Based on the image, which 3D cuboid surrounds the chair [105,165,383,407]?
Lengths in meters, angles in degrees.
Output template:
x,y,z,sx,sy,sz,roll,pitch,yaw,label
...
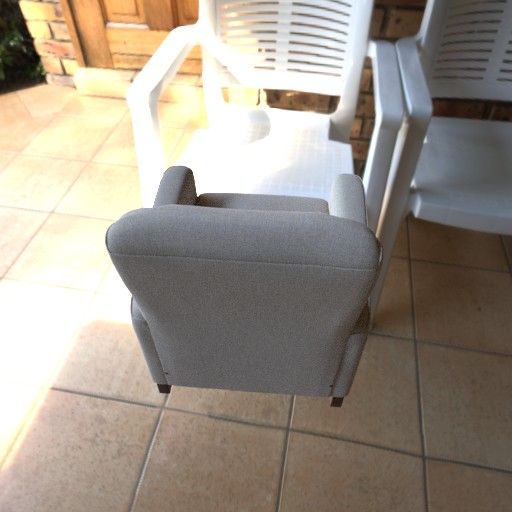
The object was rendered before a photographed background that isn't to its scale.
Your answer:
x,y,z,sx,sy,sz,roll,pitch,yaw,label
0.000,0.000,1.682,0.845,1.023,0.859,3,47,3,chair
